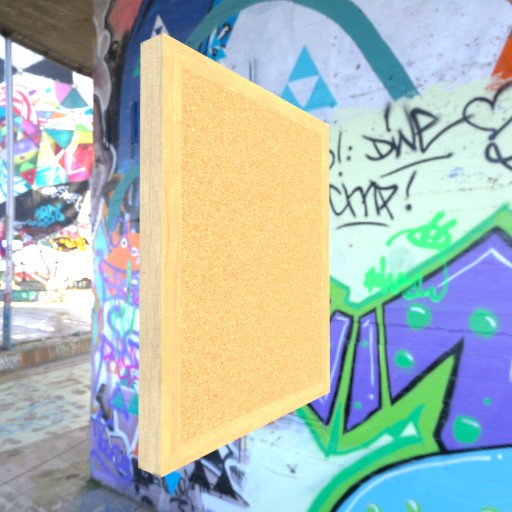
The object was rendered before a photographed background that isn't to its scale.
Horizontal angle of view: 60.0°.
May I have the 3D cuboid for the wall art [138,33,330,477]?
[{"bbox_3d":[0.000,0.000,0.513,0.030,0.380,0.312,-1,-1,36],"label":"wall art"}]
